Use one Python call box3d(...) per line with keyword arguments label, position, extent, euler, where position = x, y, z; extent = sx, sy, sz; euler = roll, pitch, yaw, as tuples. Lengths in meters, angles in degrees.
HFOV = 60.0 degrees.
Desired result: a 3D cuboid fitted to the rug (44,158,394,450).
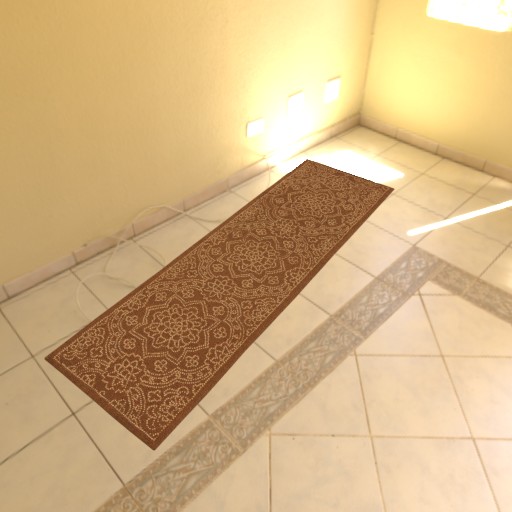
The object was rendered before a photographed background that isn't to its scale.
box3d(label="rug", position=(0.000, 0.000, 2.725), extent=(0.769, 0.012, 2.448), euler=(26, 48, 26))
